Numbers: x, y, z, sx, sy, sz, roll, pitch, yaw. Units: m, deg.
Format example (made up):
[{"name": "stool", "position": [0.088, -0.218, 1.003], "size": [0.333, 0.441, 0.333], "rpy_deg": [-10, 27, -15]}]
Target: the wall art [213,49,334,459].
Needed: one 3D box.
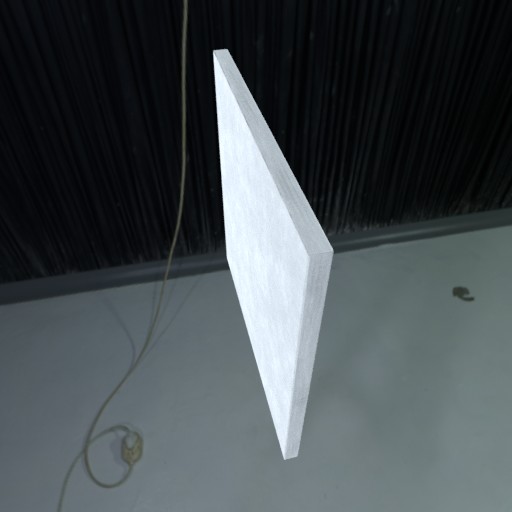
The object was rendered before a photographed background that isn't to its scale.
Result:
[{"name": "wall art", "position": [0.000, 0.000, 0.458], "size": [0.015, 0.303, 0.303], "rpy_deg": [-10, 46, -10]}]
